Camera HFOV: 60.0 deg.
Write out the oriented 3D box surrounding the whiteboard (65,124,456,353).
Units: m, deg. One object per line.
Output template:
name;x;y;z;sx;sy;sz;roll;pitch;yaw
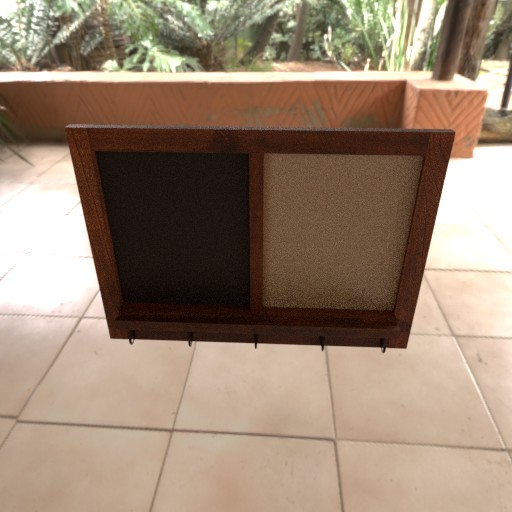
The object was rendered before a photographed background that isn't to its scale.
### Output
whiteboard;0.000;0.000;0.994;0.768;0.553;0.083;1;30;2
